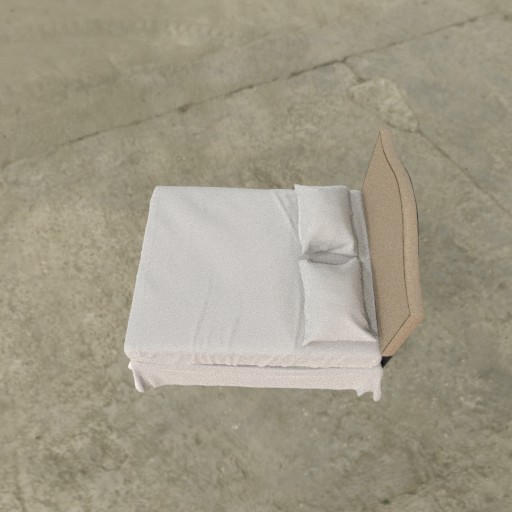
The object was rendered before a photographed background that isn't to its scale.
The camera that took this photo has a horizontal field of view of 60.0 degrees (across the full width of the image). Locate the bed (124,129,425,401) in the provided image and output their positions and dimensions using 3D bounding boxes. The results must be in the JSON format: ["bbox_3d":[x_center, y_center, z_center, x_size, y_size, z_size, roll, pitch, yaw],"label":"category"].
[{"bbox_3d":[0.000,0.000,3.592,2.221,1.645,1.876,1,59,1],"label":"bed"}]
